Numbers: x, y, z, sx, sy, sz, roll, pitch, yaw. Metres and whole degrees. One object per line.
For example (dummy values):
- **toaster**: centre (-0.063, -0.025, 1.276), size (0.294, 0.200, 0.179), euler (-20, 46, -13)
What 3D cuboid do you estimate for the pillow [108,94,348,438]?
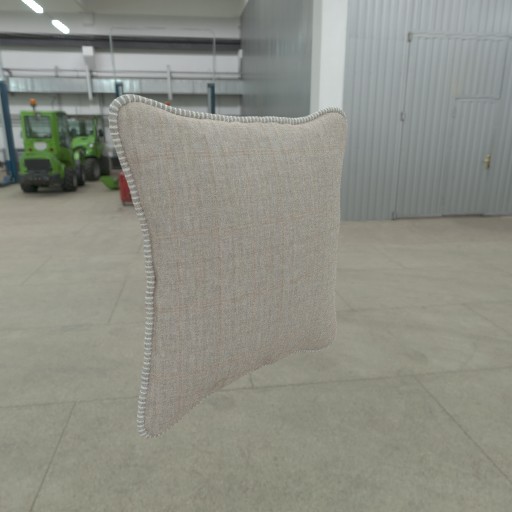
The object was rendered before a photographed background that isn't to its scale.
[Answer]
- **pillow**: centre (0.000, 0.000, 0.750), size (0.485, 0.494, 0.124), euler (-15, 21, -42)
